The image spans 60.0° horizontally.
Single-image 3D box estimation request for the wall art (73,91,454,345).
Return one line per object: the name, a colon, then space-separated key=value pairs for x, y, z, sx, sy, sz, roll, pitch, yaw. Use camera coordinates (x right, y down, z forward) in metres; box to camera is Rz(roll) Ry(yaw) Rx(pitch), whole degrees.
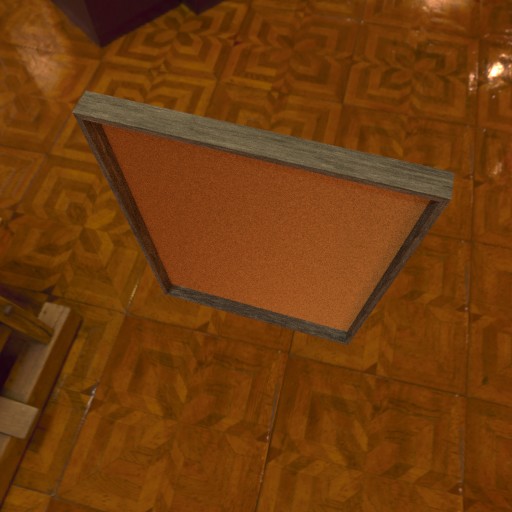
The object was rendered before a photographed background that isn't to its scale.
wall art: x=0.000 y=0.000 z=1.325 sx=0.762 sy=1.016 sz=0.063 roll=15 pitch=65 yaw=7
